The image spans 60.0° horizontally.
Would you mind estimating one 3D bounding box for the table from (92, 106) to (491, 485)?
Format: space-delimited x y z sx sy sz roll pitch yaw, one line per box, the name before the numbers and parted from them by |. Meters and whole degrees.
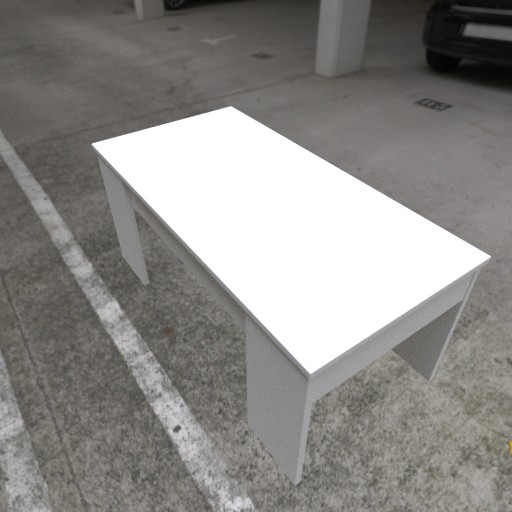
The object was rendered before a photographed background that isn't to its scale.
table | 0.000 0.000 1.271 0.500 0.440 1.000 -25 46 -26
